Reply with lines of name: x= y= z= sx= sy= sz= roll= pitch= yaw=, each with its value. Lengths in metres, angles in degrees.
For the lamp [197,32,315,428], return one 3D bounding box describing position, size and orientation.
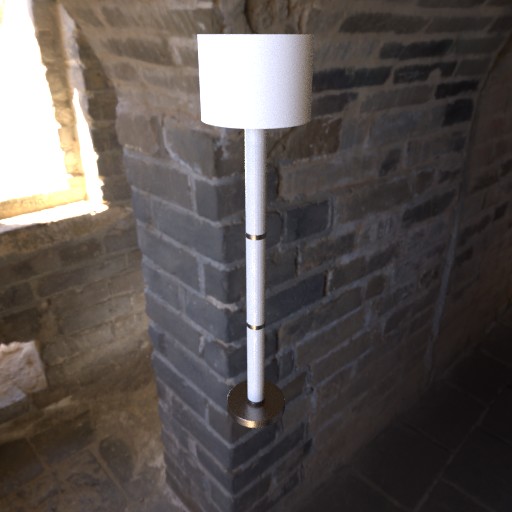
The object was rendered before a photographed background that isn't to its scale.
lamp: x=0.000 y=0.000 z=1.775 sx=0.377 sy=1.599 sz=0.377 roll=-1 pitch=26 yaw=-2
